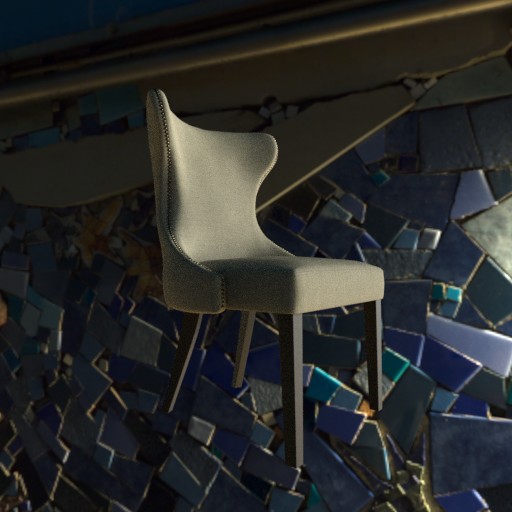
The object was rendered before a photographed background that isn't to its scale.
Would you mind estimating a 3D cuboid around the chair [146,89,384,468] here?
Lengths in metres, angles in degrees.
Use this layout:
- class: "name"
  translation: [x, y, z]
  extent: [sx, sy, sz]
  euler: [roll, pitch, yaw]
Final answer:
- class: "chair"
  translation: [0.000, 0.000, 1.390]
  extent: [0.635, 0.967, 0.628]
  euler: [-1, -1, 37]
